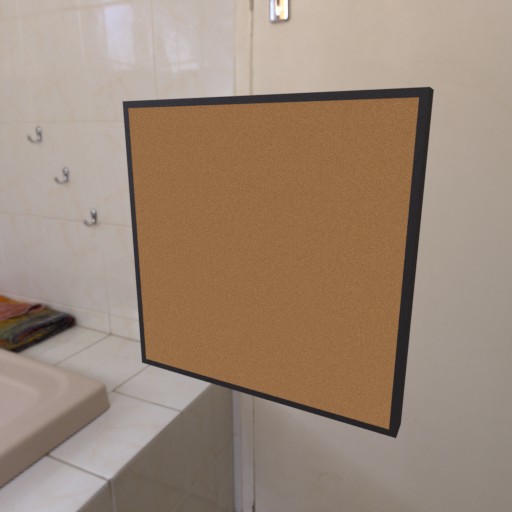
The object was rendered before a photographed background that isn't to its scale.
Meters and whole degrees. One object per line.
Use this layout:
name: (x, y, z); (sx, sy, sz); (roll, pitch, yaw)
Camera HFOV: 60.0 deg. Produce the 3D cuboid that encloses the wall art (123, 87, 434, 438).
wall art: (0.000, 0.000, 0.748); (0.509, 0.509, 0.040); (8, 17, 27)
